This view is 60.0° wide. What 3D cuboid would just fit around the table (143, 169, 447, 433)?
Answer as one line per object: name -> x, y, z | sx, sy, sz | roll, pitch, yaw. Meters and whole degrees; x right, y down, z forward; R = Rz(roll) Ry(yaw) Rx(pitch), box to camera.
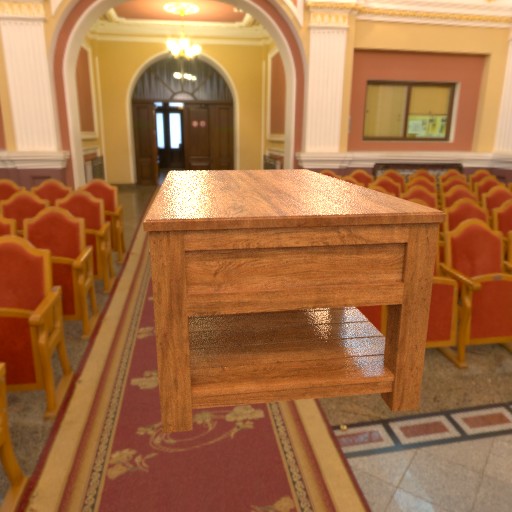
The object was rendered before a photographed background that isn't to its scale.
table -> 0.000, 0.000, 1.492 | 0.635, 0.480, 1.150 | -2, 16, -8
